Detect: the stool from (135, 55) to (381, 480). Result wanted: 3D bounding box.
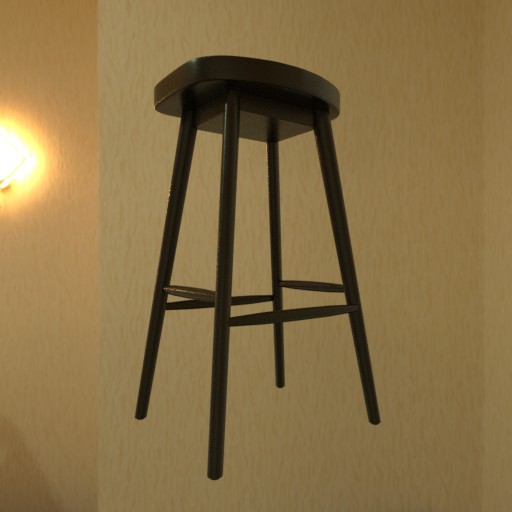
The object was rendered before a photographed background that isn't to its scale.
[{"bbox_3d":[0.000,0.000,1.005,0.440,0.749,0.361,0,0,-36],"label":"stool"}]
